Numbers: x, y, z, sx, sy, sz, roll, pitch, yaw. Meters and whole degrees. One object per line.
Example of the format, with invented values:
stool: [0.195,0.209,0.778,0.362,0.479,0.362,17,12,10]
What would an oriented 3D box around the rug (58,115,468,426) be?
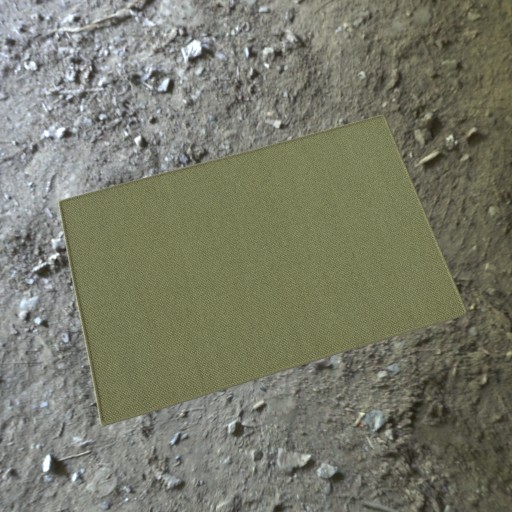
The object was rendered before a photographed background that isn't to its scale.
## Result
rug: [0.000,0.000,2.059,1.676,0.013,1.067,-16,75,-4]
